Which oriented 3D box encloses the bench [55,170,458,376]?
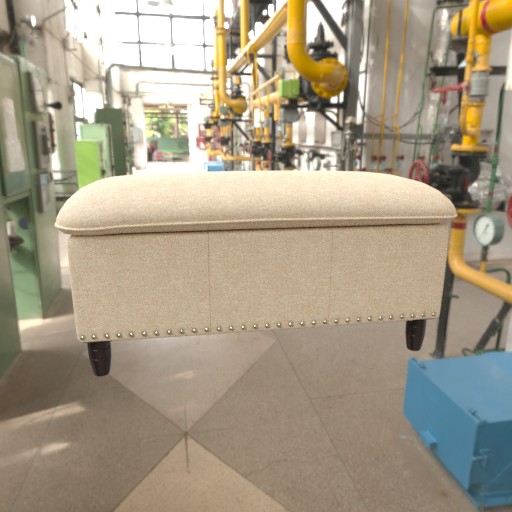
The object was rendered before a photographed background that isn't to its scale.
[{"bbox_3d":[0.000,0.000,1.289,0.991,0.483,0.483,-2,15,-9],"label":"bench"}]
